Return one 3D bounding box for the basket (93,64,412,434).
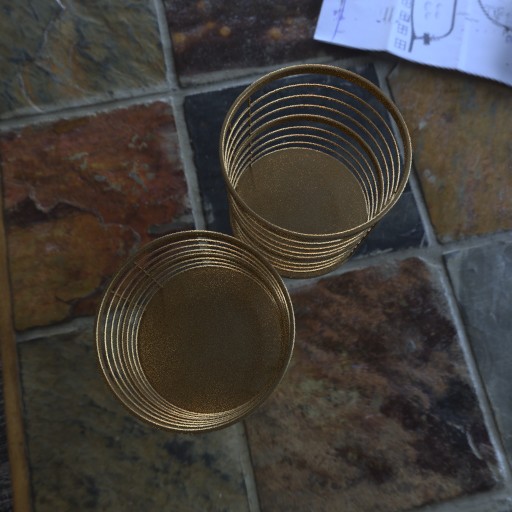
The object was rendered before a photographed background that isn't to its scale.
[{"bbox_3d":[0.000,0.000,0.945,0.356,0.351,0.746,33,78,8],"label":"basket"}]
